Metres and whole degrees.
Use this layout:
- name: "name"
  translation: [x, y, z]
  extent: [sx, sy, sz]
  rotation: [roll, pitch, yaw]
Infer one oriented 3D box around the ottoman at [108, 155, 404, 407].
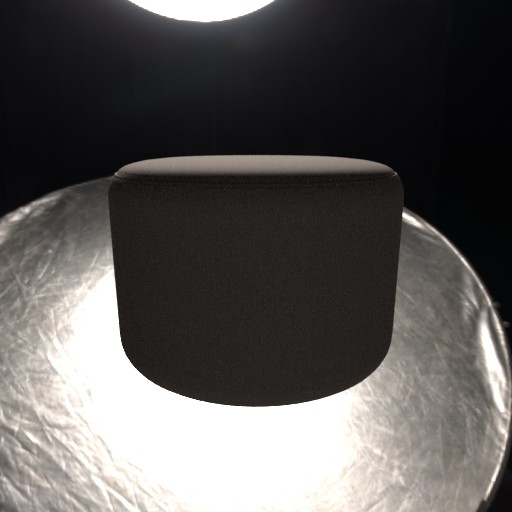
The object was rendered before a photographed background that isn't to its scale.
- name: "ottoman"
  translation: [0.000, 0.000, 0.992]
  extent: [0.608, 0.433, 0.608]
  rotation: [0, 15, 0]
